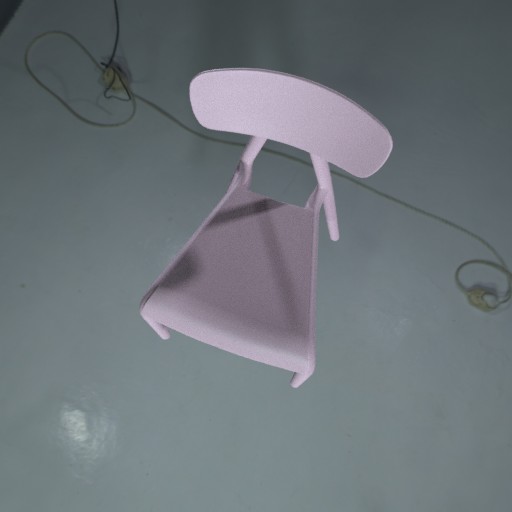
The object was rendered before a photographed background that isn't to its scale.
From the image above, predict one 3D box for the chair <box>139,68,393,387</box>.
[{"bbox_3d":[0.000,0.000,0.831,0.356,0.580,0.401,19,76,5],"label":"chair"}]
